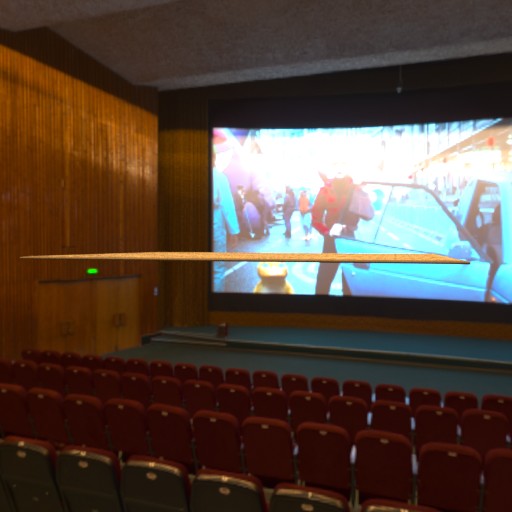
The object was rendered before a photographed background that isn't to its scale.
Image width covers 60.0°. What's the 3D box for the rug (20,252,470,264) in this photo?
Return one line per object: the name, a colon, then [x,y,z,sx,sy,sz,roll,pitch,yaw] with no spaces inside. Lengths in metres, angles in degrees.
rug: [0.000,0.000,2.301,1.847,0.012,1.224,0,2,17]
